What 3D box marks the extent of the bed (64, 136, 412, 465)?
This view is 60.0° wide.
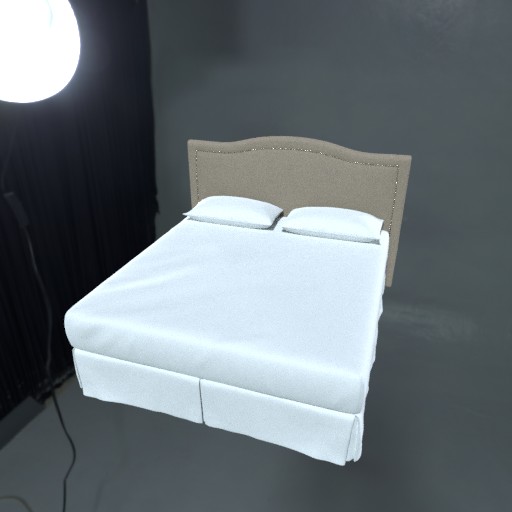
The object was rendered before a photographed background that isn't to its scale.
[{"bbox_3d":[0.000,0.000,3.423,2.083,1.421,2.182,8,28,16],"label":"bed"}]
